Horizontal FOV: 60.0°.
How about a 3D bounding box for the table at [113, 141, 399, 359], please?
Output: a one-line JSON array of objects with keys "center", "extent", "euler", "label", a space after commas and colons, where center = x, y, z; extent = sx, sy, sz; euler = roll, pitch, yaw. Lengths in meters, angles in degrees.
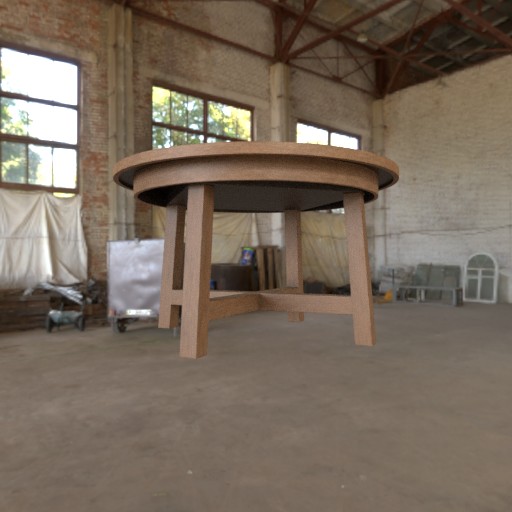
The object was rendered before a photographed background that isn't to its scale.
[{"center": [0.000, 0.000, 2.145], "extent": [1.319, 0.762, 1.319], "euler": [0, 0, 0], "label": "table"}]
